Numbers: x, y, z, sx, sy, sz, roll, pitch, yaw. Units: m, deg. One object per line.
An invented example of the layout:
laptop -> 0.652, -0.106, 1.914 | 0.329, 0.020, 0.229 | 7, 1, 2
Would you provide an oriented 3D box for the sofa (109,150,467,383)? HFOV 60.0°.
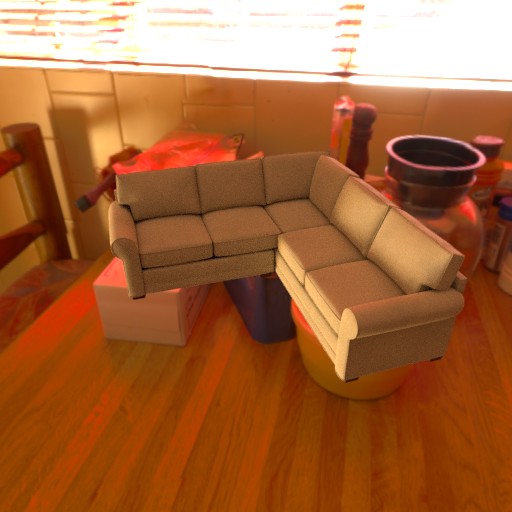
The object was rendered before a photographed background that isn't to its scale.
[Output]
sofa -> 0.000, 0.000, 4.002 | 2.487, 1.053, 2.562 | -9, 32, -15
